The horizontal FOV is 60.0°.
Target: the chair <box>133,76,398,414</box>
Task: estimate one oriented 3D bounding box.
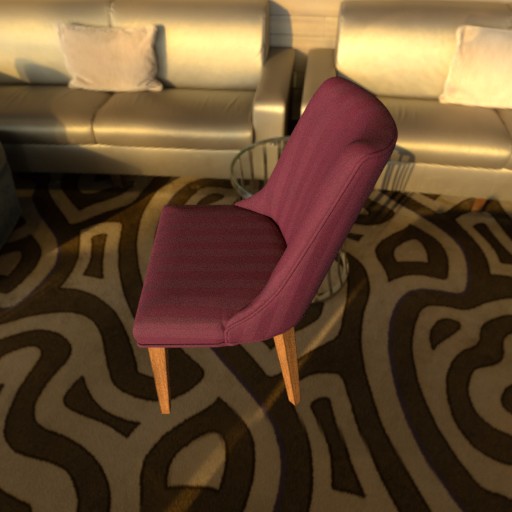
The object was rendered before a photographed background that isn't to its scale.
[{"bbox_3d":[0.000,0.000,1.319,0.638,0.916,0.548,0,42,-1],"label":"chair"}]
